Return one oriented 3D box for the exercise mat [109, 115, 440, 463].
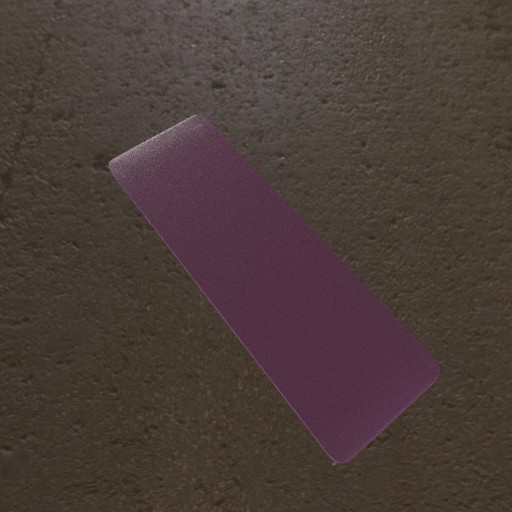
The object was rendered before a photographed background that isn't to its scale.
[{"bbox_3d":[0.000,0.000,2.136,0.616,0.021,1.869,-34,68,-16],"label":"exercise mat"}]
